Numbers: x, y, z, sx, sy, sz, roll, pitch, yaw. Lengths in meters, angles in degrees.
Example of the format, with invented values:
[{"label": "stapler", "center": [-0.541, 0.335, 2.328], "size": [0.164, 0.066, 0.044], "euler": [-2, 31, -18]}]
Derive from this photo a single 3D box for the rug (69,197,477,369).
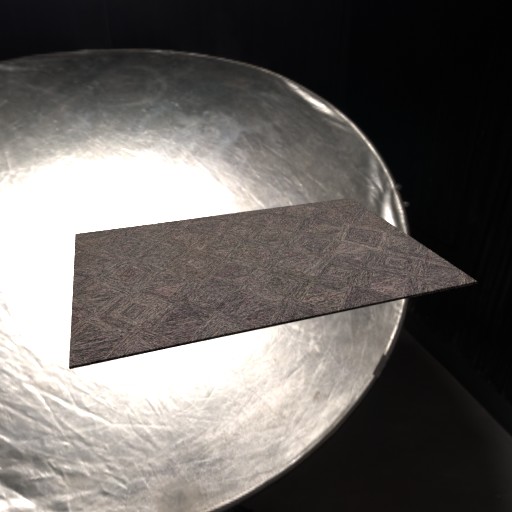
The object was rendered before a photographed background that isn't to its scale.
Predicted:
[{"label": "rug", "center": [0.000, 0.000, 2.956], "size": [2.298, 0.017, 1.501], "euler": [-9, 29, -17]}]
